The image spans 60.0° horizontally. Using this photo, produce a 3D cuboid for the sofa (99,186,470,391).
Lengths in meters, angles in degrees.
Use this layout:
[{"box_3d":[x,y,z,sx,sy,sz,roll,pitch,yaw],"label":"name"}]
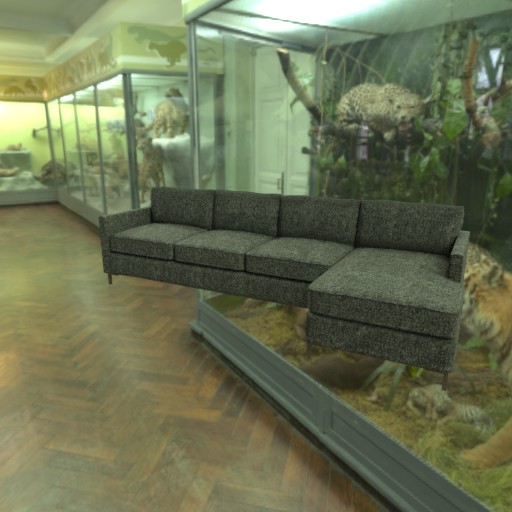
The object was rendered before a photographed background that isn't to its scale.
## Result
[{"box_3d":[0.000,0.000,3.905,3.384,0.970,1.488,8,17,26],"label":"sofa"}]
